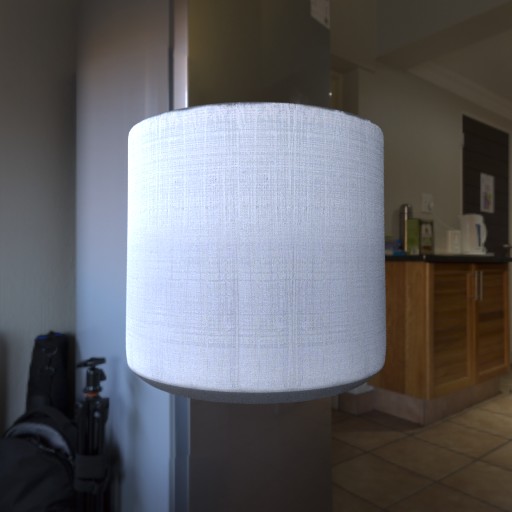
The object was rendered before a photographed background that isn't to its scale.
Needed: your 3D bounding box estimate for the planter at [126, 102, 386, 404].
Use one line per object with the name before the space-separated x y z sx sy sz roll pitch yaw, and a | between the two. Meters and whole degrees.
planter | 0.000 0.000 0.392 0.221 0.201 0.221 0 0 0
